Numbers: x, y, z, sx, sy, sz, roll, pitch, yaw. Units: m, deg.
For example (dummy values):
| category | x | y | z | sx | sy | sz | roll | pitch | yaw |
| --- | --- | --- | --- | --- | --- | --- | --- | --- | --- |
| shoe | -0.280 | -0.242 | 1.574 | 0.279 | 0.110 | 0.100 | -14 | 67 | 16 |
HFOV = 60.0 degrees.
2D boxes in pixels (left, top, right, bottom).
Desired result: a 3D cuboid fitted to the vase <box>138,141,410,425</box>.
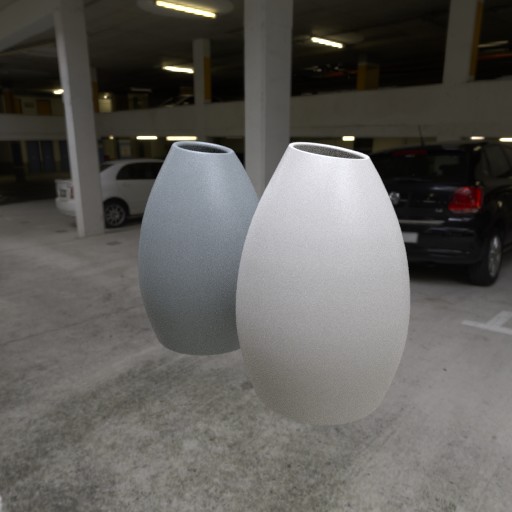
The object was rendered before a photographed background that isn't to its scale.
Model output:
| category | x | y | z | sx | sy | sz | roll | pitch | yaw |
| --- | --- | --- | --- | --- | --- | --- | --- | --- | --- |
| vase | 0.000 | 0.000 | 0.263 | 0.089 | 0.131 | 0.187 | -14 | 21 | -42 |
